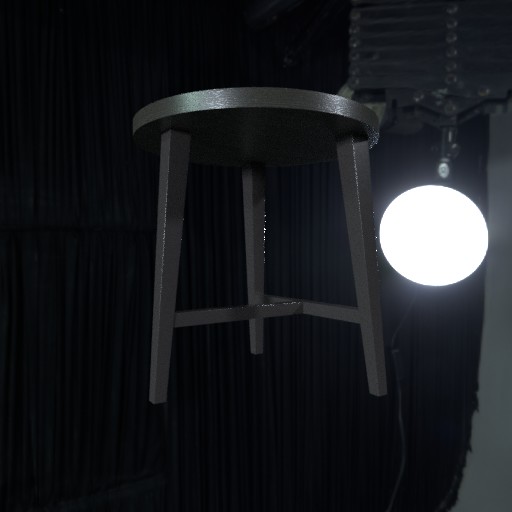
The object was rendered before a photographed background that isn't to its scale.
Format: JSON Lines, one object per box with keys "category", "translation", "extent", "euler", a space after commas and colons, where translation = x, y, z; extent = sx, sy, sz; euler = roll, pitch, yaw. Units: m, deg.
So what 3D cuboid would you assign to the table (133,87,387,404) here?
{"category": "table", "translation": [0.000, 0.000, 0.939], "extent": [0.500, 0.531, 0.500], "euler": [0, 1, 0]}
